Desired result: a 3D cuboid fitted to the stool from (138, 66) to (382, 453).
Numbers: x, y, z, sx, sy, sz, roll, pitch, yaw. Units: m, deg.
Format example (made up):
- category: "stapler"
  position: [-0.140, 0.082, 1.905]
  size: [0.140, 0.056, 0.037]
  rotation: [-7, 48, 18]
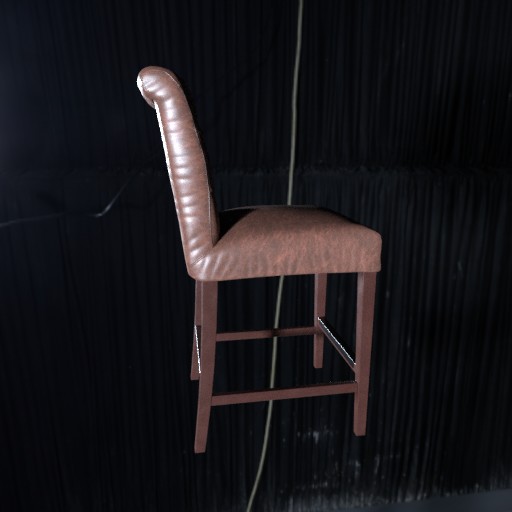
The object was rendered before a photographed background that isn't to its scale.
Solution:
- category: "stool"
  position: [0.000, 0.000, 1.446]
  size: [0.660, 1.084, 0.486]
  rotation: [-2, 15, -9]
